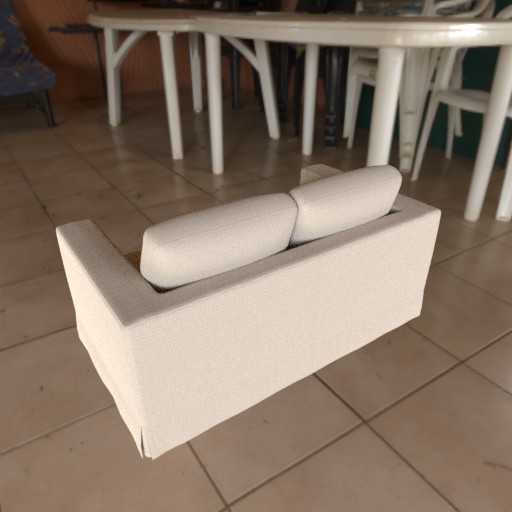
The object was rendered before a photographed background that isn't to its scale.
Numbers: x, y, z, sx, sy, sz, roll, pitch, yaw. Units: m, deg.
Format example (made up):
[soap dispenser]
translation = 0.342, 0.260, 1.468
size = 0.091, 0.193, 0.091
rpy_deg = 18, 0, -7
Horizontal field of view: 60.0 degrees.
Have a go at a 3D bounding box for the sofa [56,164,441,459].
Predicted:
[sofa]
translation = 0.000, 0.000, 2.420
size = 1.813, 0.932, 1.009
rpy_deg = -19, 35, -30
